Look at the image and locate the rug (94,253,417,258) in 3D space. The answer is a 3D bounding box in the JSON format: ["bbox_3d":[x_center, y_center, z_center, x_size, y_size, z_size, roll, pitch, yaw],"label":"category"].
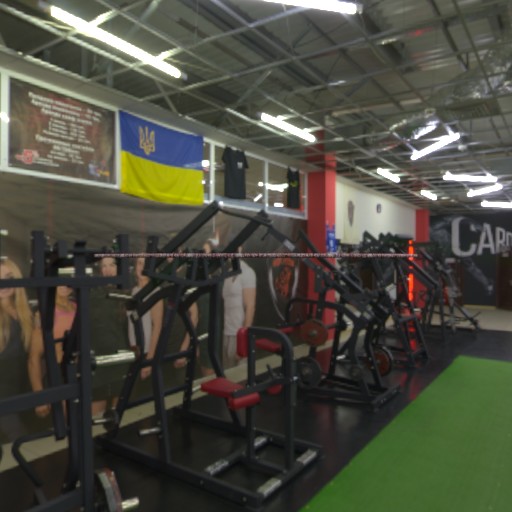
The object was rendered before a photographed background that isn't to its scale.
[{"bbox_3d":[0.000,0.000,2.210,1.514,0.015,1.514,0,0,0],"label":"rug"}]
